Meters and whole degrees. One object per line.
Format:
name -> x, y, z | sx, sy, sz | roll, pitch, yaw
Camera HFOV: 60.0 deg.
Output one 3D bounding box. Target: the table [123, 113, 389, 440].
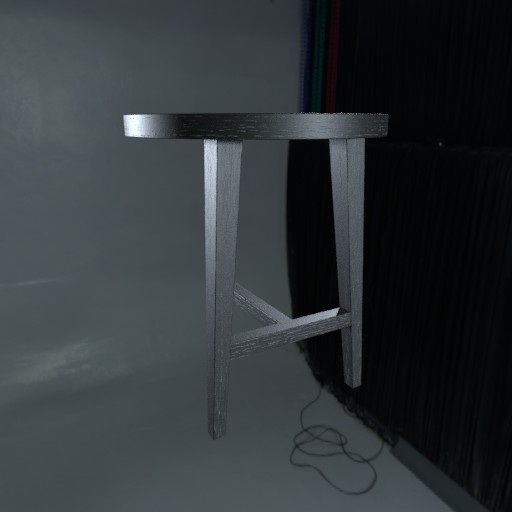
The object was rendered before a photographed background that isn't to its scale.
table -> 0.000, 0.000, 0.760 | 0.399, 0.460, 0.399 | 0, 17, 0
